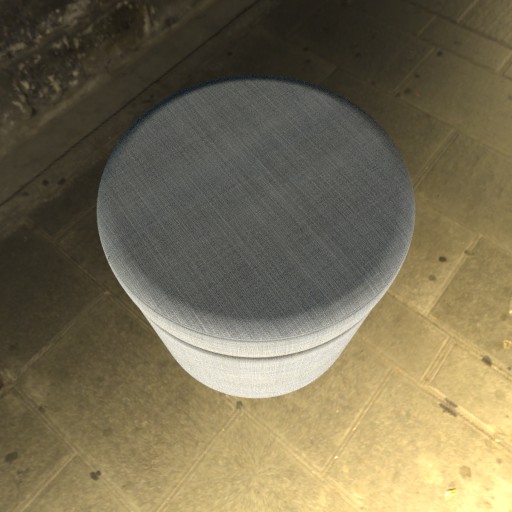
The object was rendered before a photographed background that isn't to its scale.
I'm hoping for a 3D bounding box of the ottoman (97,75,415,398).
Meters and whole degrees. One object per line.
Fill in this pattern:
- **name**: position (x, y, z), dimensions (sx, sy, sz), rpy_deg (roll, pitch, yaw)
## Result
- **ottoman**: position (0.000, 0.000, 0.727), dimensions (0.400, 0.406, 0.400), rpy_deg (0, 64, 0)
